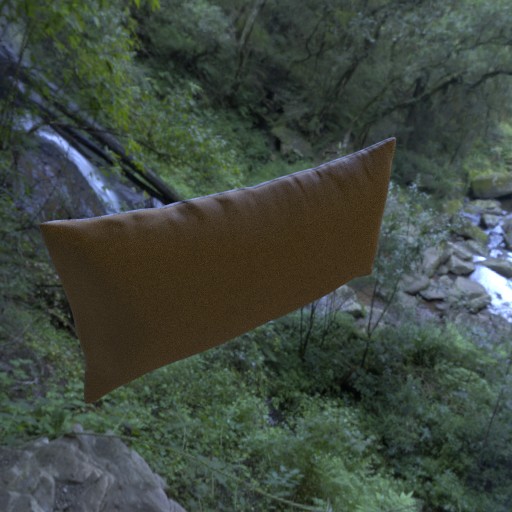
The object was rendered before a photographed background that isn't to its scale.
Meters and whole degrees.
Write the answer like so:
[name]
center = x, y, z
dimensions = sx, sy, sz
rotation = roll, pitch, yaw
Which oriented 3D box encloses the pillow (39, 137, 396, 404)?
[pillow]
center = 0.000, 0.000, 0.721
dimensions = 0.608, 0.291, 0.151
rotation = -20, 36, -30
